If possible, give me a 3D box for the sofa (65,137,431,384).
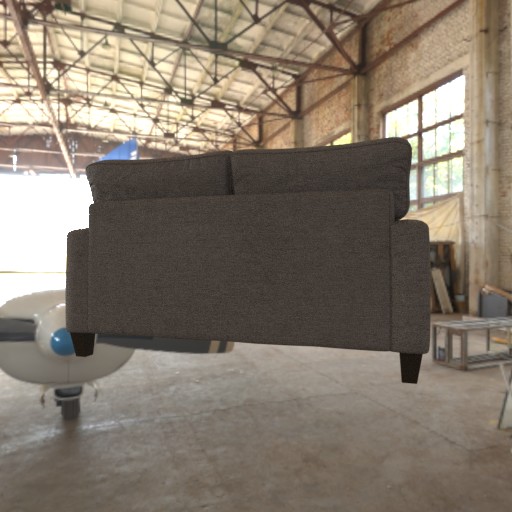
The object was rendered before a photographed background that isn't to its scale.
[{"bbox_3d":[0.000,0.000,2.312,1.651,0.965,0.965,0,0,17],"label":"sofa"}]
